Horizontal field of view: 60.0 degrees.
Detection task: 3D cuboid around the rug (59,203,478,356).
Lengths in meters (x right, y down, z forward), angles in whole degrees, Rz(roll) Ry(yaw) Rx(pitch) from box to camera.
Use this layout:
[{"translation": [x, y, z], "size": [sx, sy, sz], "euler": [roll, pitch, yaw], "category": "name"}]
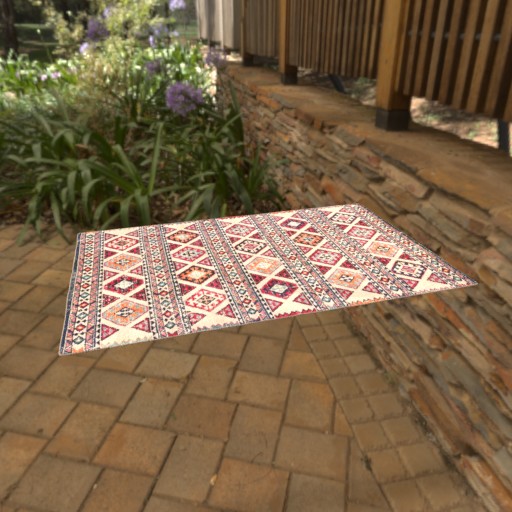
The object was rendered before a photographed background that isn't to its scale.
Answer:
[{"translation": [0.000, 0.000, 3.096], "size": [2.440, 0.010, 1.545], "euler": [-8, 27, -15], "category": "rug"}]
